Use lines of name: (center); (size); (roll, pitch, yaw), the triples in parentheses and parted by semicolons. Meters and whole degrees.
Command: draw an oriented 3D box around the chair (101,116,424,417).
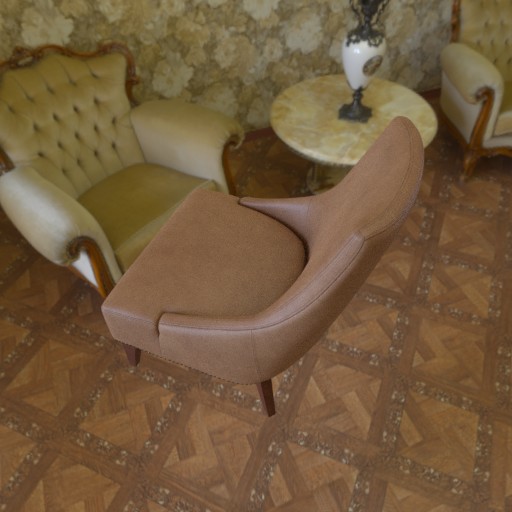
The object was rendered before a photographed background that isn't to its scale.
chair: (0.000, 0.000, 1.492); (0.861, 0.909, 0.701); (16, 48, 15)
